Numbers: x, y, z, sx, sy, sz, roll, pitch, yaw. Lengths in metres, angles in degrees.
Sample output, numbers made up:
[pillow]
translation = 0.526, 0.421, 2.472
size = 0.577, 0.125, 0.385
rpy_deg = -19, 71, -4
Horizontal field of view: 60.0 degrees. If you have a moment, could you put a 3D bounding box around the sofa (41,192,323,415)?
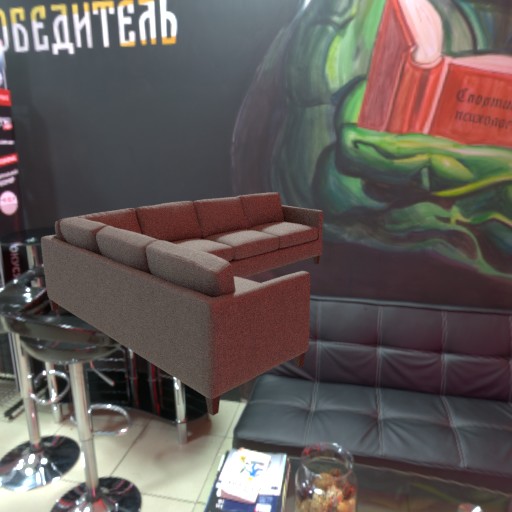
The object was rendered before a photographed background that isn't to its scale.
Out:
[sofa]
translation = 0.000, 0.000, 4.521
size = 2.593, 0.947, 3.302
rpy_deg = 14, 20, 43
